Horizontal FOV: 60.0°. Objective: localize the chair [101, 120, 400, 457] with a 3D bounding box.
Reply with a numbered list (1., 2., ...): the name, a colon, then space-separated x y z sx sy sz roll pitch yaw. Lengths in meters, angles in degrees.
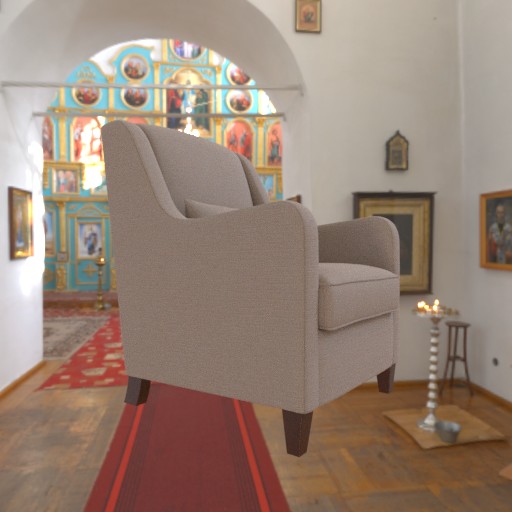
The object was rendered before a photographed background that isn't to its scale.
1. chair: 0.000 0.000 1.623 0.896 1.017 0.715 0 0 37
